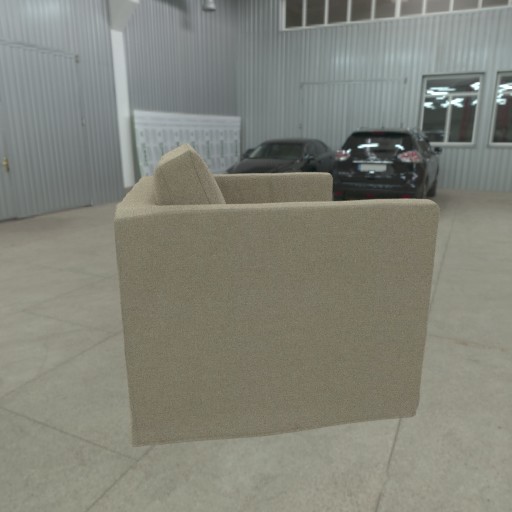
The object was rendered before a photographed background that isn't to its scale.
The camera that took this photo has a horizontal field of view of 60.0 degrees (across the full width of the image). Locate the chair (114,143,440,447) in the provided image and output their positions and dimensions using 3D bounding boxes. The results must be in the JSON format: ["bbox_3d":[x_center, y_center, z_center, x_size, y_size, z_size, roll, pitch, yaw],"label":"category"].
[{"bbox_3d":[0.000,0.000,1.757,0.949,0.863,1.057,-3,16,-9],"label":"chair"}]
